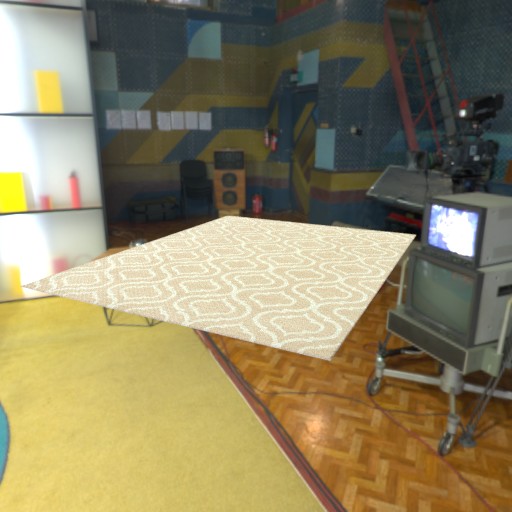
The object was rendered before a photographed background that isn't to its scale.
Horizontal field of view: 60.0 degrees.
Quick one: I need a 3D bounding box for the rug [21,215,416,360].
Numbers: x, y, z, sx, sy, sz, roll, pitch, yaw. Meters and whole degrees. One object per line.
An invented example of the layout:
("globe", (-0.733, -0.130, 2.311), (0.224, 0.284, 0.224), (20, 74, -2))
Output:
("rug", (0.000, 0.000, 3.893), (2.286, 0.013, 2.894), (8, 18, 26))
